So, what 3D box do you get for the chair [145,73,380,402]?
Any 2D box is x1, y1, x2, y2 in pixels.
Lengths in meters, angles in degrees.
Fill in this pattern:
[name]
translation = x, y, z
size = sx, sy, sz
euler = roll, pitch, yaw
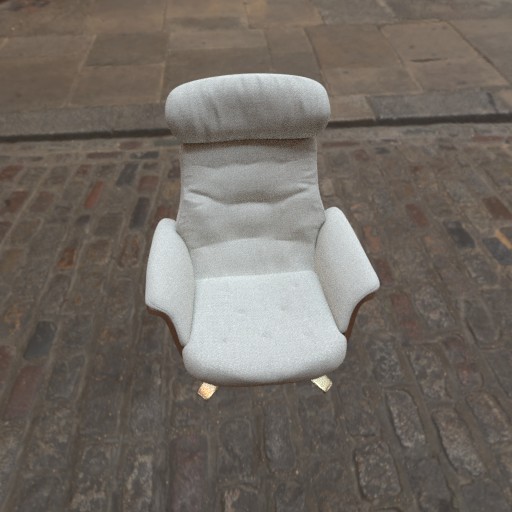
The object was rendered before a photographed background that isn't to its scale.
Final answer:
[chair]
translation = 0.000, 0.000, 1.590
size = 0.785, 0.995, 0.837
euler = -4, 46, -3
